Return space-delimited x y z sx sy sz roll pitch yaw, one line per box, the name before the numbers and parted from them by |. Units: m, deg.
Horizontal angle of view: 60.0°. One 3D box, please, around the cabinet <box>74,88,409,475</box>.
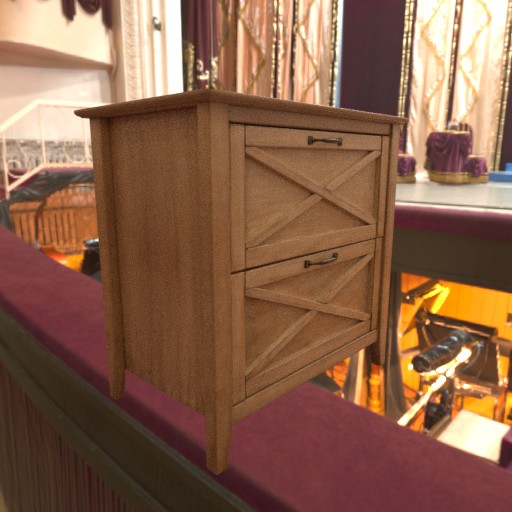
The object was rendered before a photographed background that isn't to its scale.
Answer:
cabinet | 0.000 0.000 1.250 0.503 0.762 0.763 11 17 42
